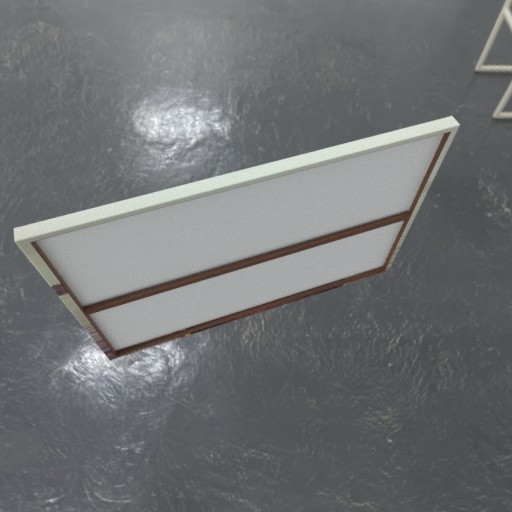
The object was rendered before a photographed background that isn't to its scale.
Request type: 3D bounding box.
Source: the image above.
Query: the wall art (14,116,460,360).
[{"bbox_3d":[0.000,0.000,1.415,1.149,0.765,0.040,-16,59,-10],"label":"wall art"}]
